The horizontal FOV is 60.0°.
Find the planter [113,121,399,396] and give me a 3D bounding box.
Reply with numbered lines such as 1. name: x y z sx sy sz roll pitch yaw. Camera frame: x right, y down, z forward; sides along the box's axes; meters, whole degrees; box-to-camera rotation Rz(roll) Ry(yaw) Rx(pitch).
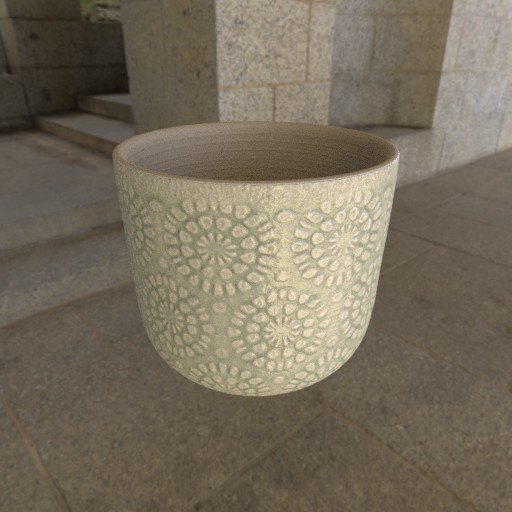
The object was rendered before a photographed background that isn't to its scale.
1. planter: 0.000 0.000 0.304 0.169 0.153 0.169 0 26 0
